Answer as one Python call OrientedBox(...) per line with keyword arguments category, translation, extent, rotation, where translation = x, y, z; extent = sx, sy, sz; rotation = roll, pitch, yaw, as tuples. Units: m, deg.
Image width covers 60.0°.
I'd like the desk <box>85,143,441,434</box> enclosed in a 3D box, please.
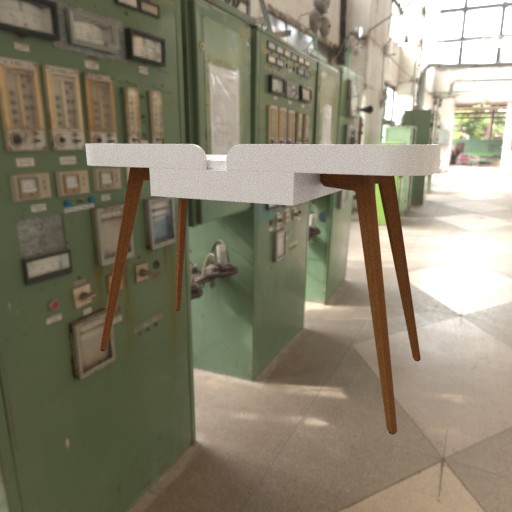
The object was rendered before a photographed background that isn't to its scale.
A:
OrientedBox(category="desk", translation=(0.000, 0.000, 1.643), extent=(1.206, 0.807, 0.534), rotation=(7, 16, 26))
